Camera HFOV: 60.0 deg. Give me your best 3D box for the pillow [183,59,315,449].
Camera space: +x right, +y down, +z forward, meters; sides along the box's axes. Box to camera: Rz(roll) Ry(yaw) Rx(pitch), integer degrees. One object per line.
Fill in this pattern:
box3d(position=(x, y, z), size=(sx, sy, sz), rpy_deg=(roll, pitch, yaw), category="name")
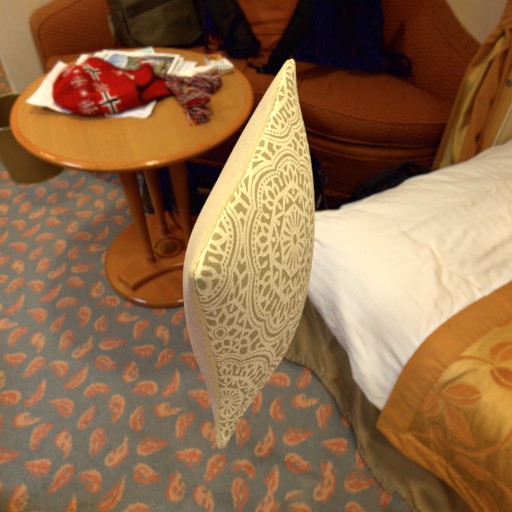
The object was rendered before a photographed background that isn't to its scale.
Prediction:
box3d(position=(0.000, 0.000, 0.663), size=(0.167, 0.421, 0.438), rpy_deg=(10, 48, 9), category="pillow")
